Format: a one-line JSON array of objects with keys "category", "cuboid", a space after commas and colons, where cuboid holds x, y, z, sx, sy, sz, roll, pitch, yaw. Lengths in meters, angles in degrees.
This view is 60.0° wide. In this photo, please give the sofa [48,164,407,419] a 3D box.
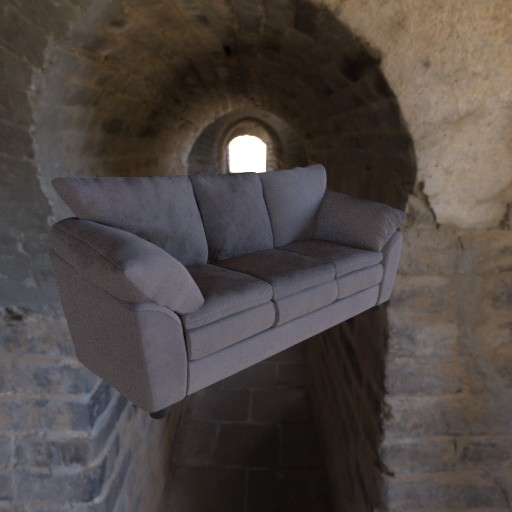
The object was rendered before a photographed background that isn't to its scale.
[{"category": "sofa", "cuboid": [0.000, 0.000, 2.811, 0.878, 1.073, 2.336, 14, 19, 43]}]
